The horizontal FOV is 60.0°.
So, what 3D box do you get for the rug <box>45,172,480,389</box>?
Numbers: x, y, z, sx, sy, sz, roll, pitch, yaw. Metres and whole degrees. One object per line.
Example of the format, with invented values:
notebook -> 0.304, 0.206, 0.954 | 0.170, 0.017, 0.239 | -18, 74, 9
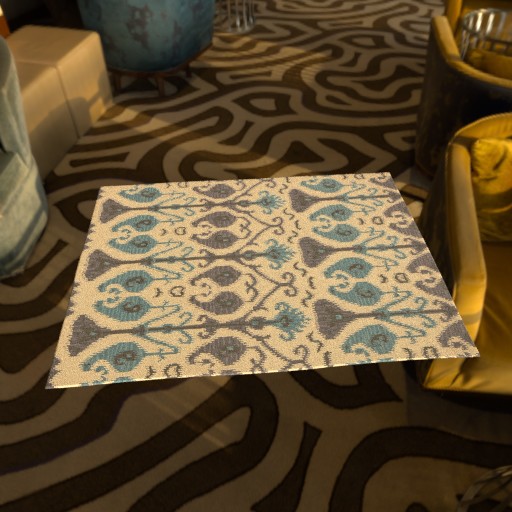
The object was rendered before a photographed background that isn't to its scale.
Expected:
rug -> 0.000, 0.000, 2.864 | 2.261, 0.013, 1.676 | -3, 46, -3
